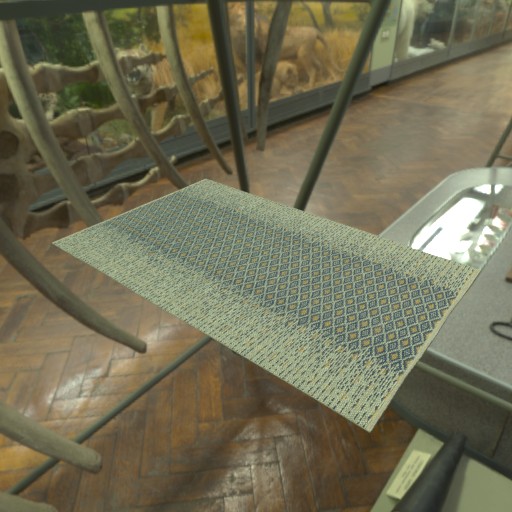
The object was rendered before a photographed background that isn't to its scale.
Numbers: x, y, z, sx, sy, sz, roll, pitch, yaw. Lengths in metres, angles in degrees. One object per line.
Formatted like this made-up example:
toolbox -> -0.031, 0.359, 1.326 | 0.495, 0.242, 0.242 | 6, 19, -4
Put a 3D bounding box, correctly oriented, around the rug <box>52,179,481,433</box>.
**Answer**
rug -> 0.000, 0.000, 2.967 | 2.448, 0.008, 1.541 | 23, 39, 32
